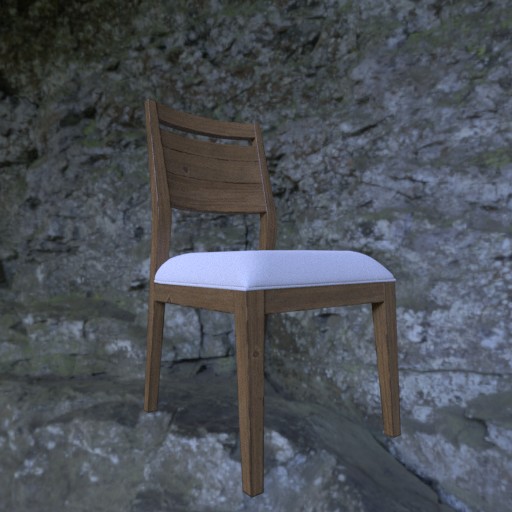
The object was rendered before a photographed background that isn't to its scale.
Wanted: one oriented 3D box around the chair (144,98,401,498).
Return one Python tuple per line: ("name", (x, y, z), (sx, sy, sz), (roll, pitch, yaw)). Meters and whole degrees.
("chair", (0.000, 0.000, 1.253), (0.497, 0.939, 0.610), (0, 0, -38))
